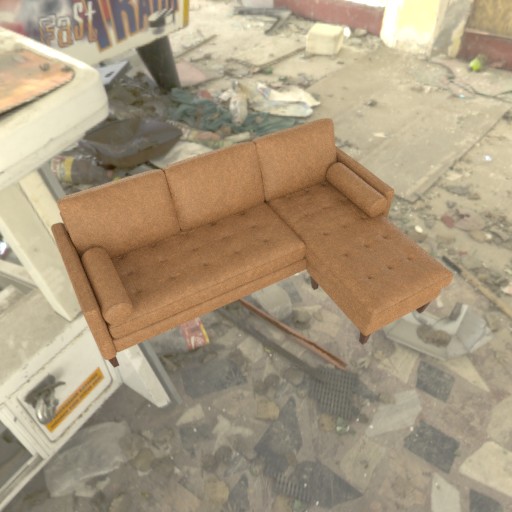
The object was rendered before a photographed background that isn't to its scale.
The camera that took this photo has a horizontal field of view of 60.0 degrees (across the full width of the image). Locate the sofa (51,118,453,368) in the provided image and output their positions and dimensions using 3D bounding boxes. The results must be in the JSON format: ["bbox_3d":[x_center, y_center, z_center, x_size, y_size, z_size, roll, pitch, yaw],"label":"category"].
[{"bbox_3d":[0.000,0.000,2.869,2.178,0.876,1.506,-22,49,-21],"label":"sofa"}]
